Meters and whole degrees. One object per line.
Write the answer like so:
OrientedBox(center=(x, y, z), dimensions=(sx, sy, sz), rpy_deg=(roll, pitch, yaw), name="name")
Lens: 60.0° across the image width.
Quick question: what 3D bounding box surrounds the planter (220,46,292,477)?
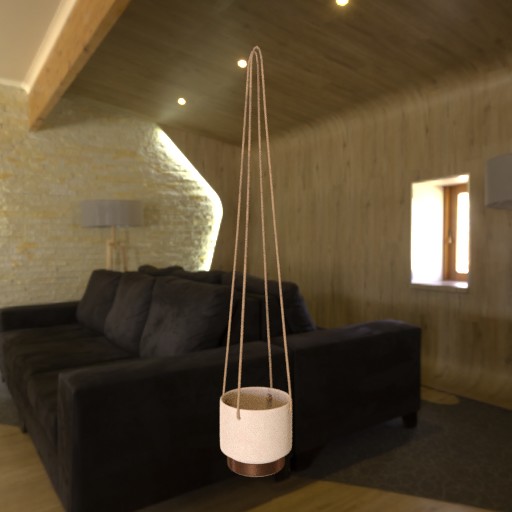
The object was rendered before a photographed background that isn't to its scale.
OrientedBox(center=(0.000, 0.000, 0.896), dimensions=(0.146, 0.841, 0.146), rpy_deg=(0, 1, -19), name="planter")
